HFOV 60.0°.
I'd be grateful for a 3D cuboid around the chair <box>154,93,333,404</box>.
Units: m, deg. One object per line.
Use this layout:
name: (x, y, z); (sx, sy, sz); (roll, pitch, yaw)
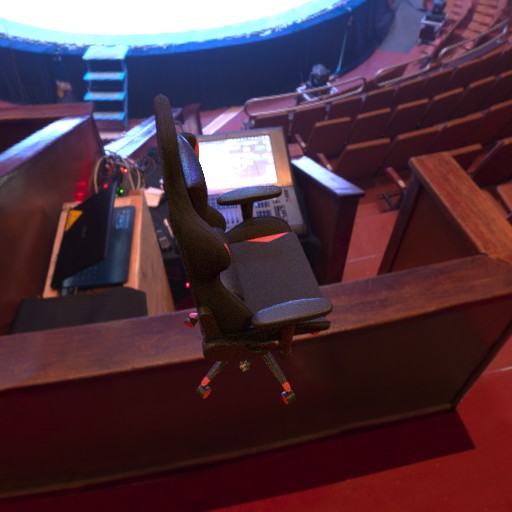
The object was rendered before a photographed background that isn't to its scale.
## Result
chair: (0.000, 0.000, 1.714); (0.658, 1.326, 0.695); (-11, 49, -9)
